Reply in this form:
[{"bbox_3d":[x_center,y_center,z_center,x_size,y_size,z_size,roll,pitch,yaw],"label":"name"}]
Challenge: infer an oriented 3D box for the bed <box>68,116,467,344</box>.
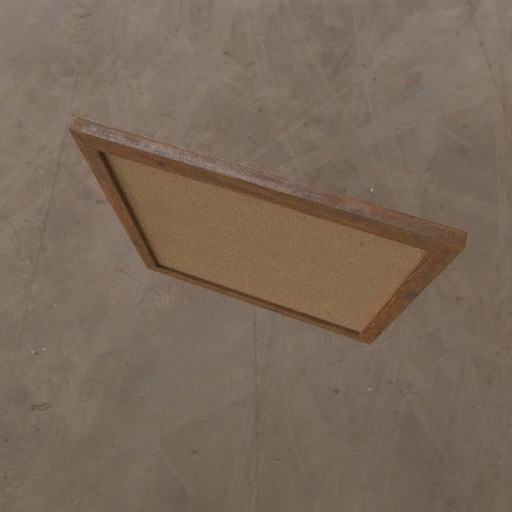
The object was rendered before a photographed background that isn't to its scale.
[{"bbox_3d":[0.000,0.000,1.539,1.046,0.942,0.046,18,66,8],"label":"bed"}]
